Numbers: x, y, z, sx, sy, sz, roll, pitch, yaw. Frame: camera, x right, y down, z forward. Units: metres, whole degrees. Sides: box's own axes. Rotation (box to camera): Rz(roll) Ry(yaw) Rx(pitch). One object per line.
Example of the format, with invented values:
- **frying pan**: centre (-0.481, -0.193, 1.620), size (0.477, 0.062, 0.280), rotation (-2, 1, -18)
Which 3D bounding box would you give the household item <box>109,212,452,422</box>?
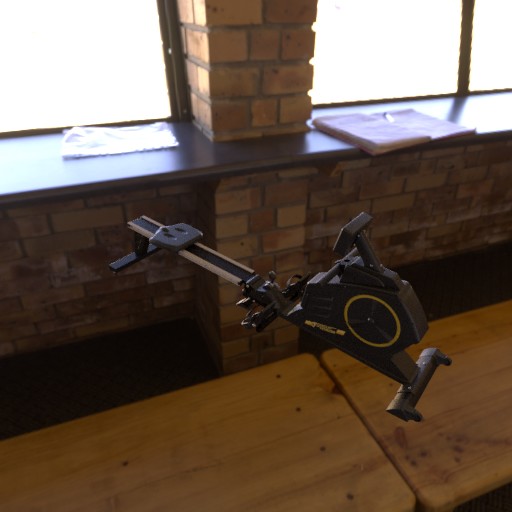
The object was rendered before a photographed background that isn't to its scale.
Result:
- **household item**: centre (0.000, 0.000, 2.589), size (2.251, 0.810, 0.521), rotation (21, 37, 31)
